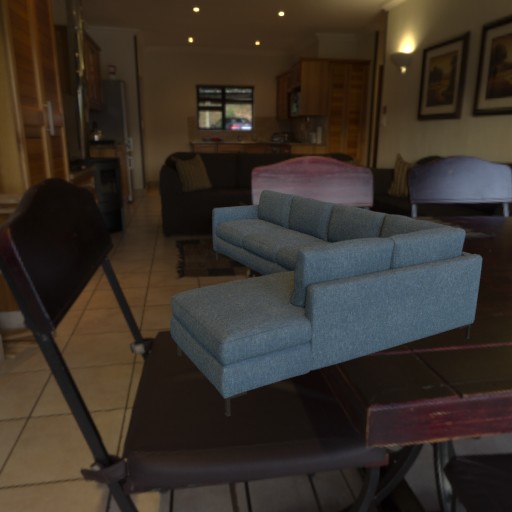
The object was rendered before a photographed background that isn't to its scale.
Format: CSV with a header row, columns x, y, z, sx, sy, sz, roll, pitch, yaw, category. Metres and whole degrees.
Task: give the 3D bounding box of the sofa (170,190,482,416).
x,y,z,sx,sy,sz,roll,pitch,yaw,category
0.000,0.000,3.863,2.007,0.815,2.949,-8,17,-28,sofa
